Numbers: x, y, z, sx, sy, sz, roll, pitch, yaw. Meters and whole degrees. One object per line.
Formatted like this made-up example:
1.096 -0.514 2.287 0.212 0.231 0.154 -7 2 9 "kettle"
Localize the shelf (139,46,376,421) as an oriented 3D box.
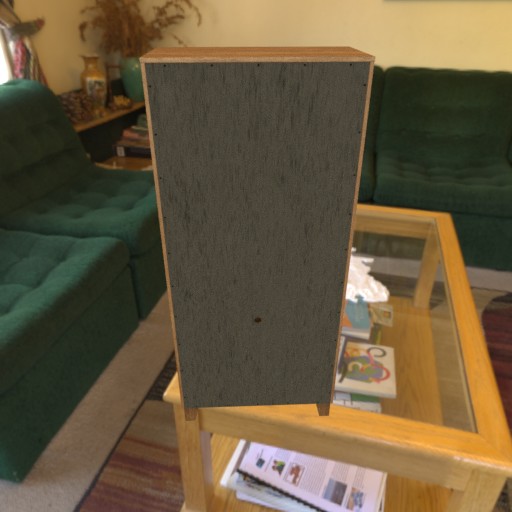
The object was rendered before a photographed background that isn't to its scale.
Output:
0.000 0.000 2.293 0.864 1.930 0.453 -1 30 -2 "shelf"
